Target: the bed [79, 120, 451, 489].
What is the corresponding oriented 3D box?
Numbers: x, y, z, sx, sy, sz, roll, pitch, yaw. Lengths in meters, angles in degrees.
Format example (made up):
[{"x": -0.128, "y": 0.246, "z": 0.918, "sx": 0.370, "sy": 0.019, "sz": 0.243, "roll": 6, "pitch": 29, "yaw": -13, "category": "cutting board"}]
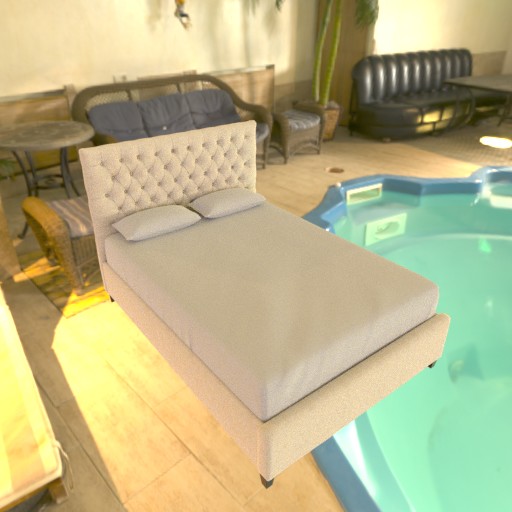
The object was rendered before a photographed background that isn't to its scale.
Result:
[{"x": 0.000, "y": 0.000, "z": 3.383, "sx": 1.698, "sy": 1.427, "sz": 2.387, "roll": -20, "pitch": 35, "yaw": -32, "category": "bed"}]
